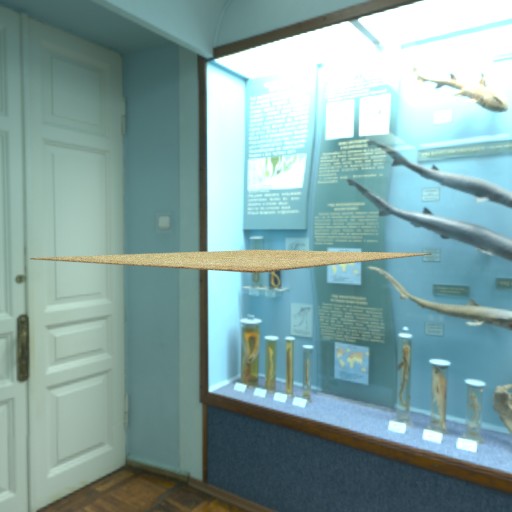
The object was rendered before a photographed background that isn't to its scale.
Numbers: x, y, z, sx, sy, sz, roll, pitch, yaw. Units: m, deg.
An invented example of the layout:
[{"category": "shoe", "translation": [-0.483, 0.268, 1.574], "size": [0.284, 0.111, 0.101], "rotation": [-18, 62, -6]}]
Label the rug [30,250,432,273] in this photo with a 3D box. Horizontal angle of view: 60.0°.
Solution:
[{"category": "rug", "translation": [0.000, 0.000, 4.335], "size": [2.438, 0.012, 3.200], "rotation": [2, 3, 37]}]
